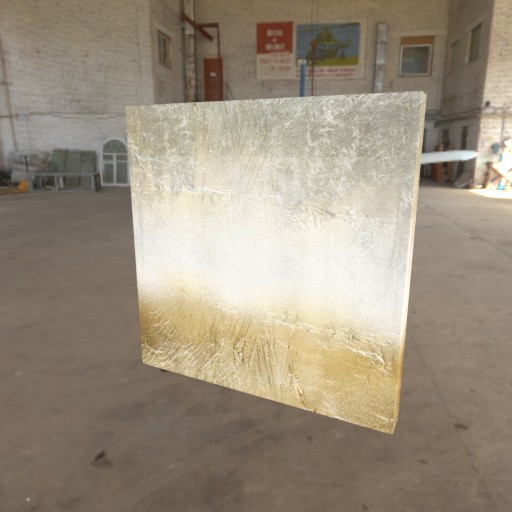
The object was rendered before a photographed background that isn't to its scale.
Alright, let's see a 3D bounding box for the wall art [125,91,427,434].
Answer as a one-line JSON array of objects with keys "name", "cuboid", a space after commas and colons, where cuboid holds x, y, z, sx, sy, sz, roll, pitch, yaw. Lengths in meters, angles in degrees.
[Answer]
[{"name": "wall art", "cuboid": [0.000, 0.000, 0.614, 0.405, 0.407, 0.038, 7, 16, 27]}]
